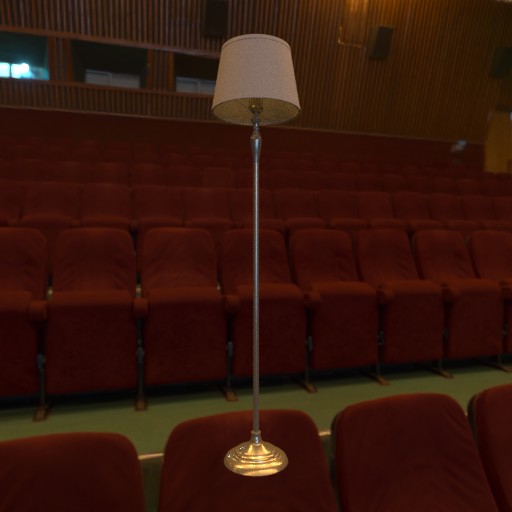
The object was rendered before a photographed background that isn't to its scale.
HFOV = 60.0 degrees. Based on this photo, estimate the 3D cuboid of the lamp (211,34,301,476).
[{"bbox_3d":[0.000,0.000,1.632,0.327,1.506,0.327,0,0,-17],"label":"lamp"}]
